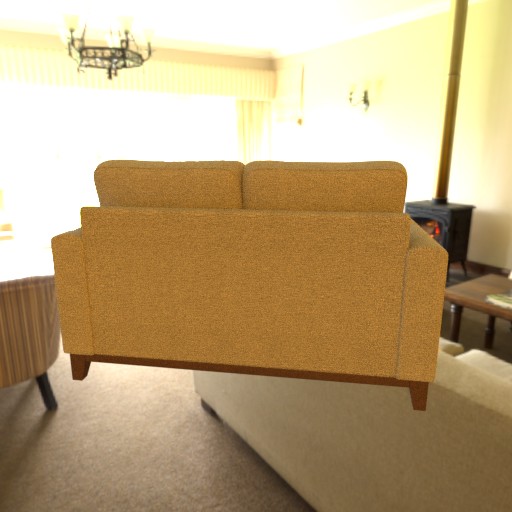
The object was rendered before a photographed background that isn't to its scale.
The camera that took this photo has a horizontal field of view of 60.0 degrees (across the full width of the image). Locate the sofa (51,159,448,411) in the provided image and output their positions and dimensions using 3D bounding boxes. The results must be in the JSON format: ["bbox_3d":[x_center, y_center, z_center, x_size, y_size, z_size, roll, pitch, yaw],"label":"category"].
[{"bbox_3d":[0.000,0.000,2.017,1.420,0.873,0.917,2,14,9],"label":"sofa"}]
